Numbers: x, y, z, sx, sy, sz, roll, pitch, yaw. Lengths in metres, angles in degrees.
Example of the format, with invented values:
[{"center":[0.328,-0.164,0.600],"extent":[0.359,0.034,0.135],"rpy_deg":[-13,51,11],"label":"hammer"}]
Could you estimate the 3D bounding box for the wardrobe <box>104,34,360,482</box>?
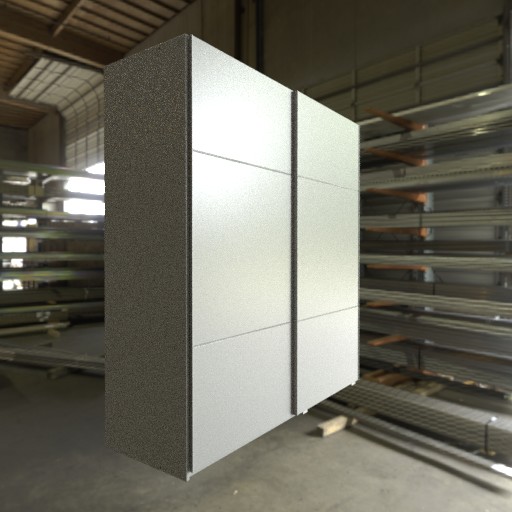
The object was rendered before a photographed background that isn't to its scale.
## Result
[{"center":[0.000,0.000,2.810],"extent":[0.629,1.960,1.780],"rpy_deg":[1,1,36],"label":"wardrobe"}]
